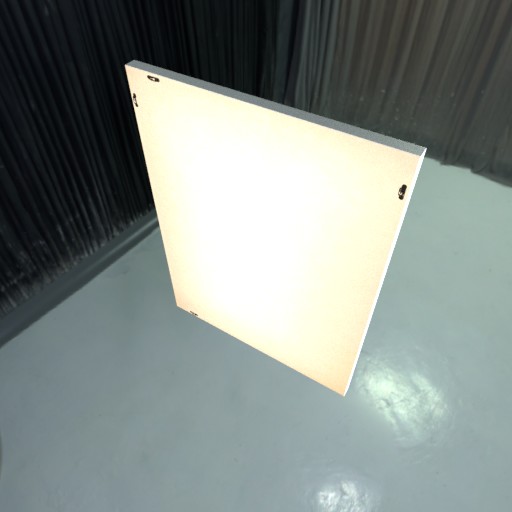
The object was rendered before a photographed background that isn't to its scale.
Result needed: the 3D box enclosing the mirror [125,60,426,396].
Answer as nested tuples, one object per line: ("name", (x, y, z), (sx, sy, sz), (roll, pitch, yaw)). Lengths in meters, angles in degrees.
("mirror", (0.000, 0.000, 1.365), (0.762, 1.016, 0.040), (24, 52, 21))
